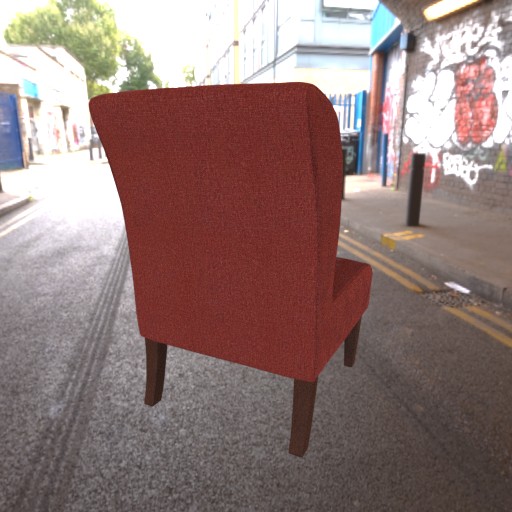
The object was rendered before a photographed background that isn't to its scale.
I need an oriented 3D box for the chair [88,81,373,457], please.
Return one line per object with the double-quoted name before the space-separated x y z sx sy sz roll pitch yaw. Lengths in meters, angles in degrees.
"chair" 0.000 0.000 1.250 0.538 0.846 0.640 8 17 27
